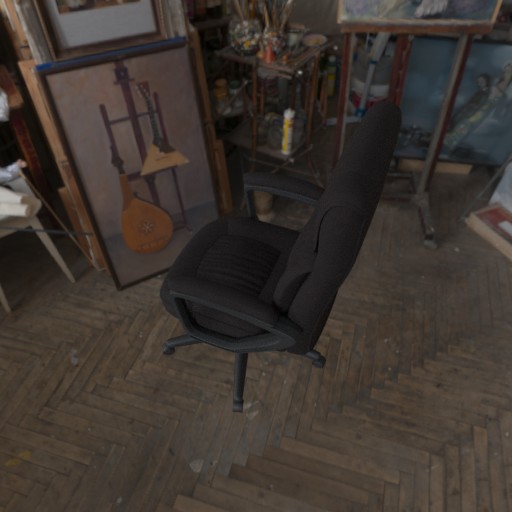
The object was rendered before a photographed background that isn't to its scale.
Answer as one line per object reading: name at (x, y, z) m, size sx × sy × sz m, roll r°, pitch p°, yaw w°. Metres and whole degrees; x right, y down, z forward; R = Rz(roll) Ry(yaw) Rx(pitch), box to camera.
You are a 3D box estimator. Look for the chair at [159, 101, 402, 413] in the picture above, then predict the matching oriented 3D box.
chair at (0.000, 0.000, 1.556) m, size 0.724 × 1.105 × 0.667 m, roll 17°, pitch 49°, yaw 15°
